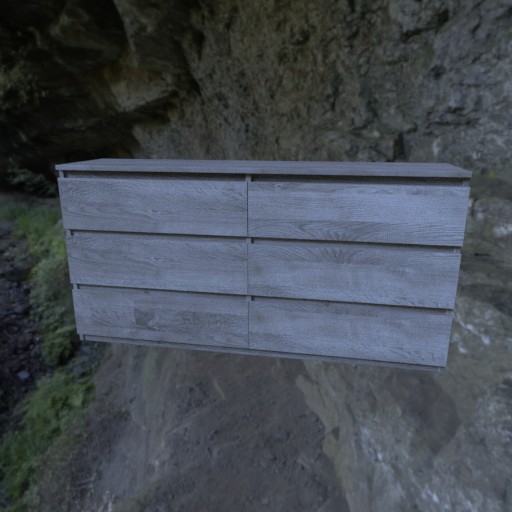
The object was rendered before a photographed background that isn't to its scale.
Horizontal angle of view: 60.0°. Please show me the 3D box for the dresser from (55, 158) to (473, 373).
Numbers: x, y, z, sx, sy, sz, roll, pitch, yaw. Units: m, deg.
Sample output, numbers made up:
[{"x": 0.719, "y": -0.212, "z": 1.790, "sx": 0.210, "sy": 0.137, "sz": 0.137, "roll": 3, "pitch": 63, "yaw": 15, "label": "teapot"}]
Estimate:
[{"x": 0.000, "y": 0.000, "z": 1.954, "sx": 1.590, "sy": 0.795, "sz": 0.390, "roll": 3, "pitch": 17, "yaw": 10, "label": "dresser"}]
